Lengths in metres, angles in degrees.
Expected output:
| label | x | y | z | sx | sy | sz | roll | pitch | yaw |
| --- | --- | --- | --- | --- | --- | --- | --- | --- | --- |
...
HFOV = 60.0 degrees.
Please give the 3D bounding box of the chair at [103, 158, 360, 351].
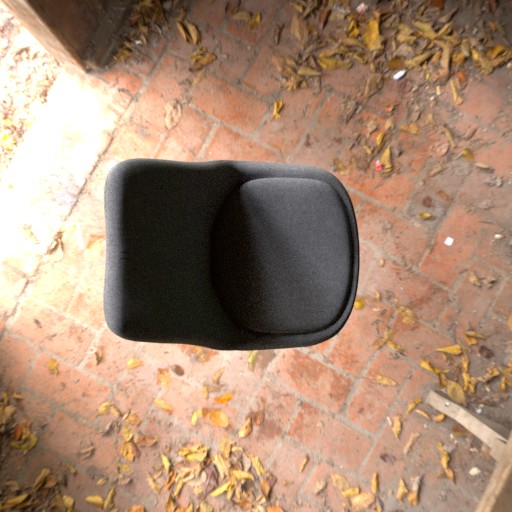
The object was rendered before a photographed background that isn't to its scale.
| label | x | y | z | sx | sy | sz | roll | pitch | yaw |
| --- | --- | --- | --- | --- | --- | --- | --- | --- | --- |
| chair | 0.000 | 0.000 | 1.202 | 0.550 | 0.865 | 0.483 | 0 | 88 | -1 |
